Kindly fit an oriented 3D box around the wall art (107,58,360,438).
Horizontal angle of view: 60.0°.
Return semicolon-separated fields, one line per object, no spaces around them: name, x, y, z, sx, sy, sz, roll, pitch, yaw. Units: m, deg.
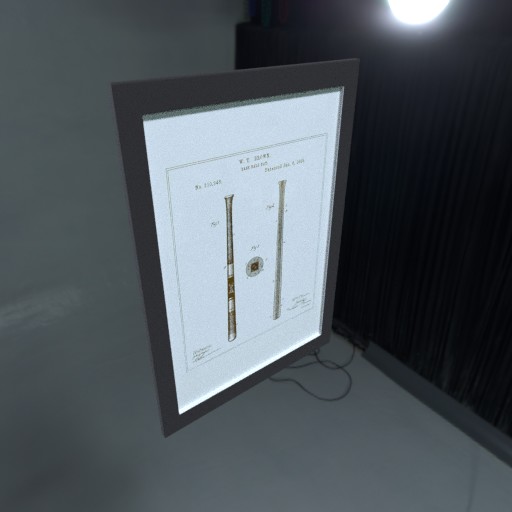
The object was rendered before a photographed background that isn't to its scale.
wall art;0.000;0.000;0.675;0.374;0.529;0.012;-21;36;-33
